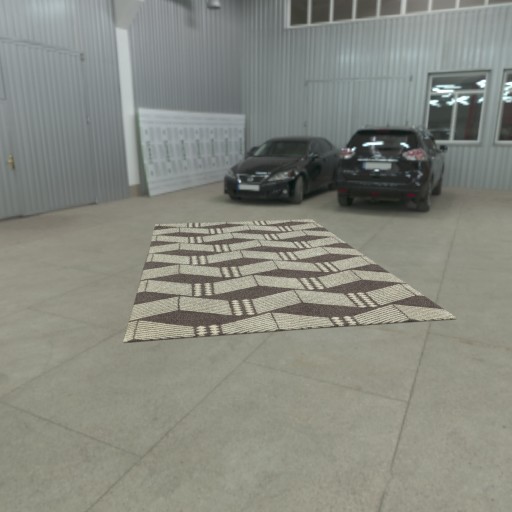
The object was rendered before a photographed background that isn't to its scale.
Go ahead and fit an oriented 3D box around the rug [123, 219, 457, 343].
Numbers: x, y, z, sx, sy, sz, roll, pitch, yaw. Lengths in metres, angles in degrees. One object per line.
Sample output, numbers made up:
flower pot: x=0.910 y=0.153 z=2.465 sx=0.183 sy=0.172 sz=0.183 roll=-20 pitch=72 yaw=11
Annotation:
rug: x=0.000 y=0.000 z=3.115 sx=1.517 sy=0.011 sz=2.435 roll=-3 pitch=16 yaw=-9
